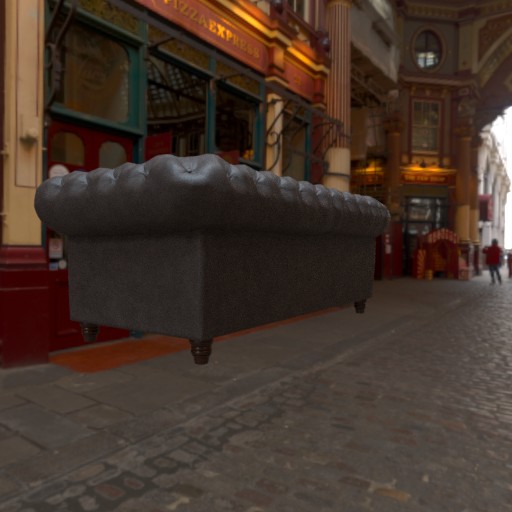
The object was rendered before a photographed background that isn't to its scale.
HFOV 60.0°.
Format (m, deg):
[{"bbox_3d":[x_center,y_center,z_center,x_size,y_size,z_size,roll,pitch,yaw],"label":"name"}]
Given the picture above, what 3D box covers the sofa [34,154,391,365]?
[{"bbox_3d":[0.000,0.000,2.478,0.944,0.779,2.048,1,1,35],"label":"sofa"}]
